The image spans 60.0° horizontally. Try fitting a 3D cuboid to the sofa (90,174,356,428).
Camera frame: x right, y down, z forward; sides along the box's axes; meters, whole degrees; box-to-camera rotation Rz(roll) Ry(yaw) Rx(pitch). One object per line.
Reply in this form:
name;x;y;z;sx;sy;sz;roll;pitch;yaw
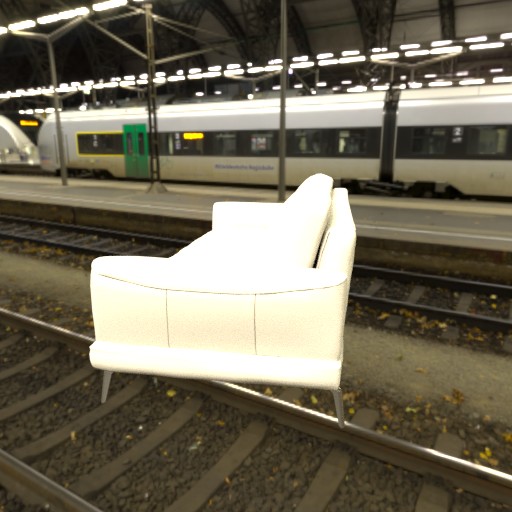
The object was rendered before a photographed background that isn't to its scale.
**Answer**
sofa;0.000;0.000;2.757;1.121;0.930;2.177;2;14;10
